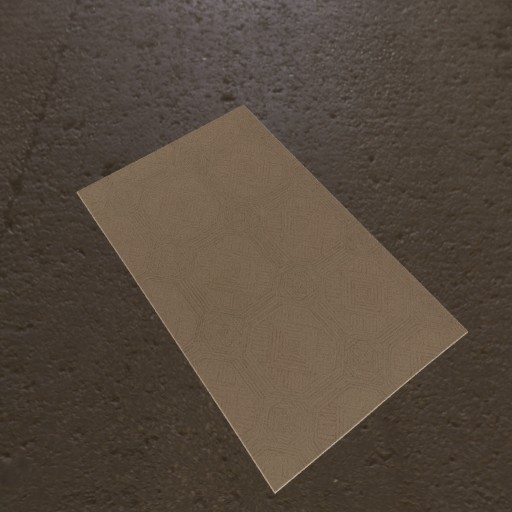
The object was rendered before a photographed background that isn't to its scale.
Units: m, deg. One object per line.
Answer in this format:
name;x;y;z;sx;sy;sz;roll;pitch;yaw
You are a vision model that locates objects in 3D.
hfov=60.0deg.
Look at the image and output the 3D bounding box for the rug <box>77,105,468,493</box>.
rug;0.000;0.000;3.037;1.524;0.008;2.440;-33;67;-16
